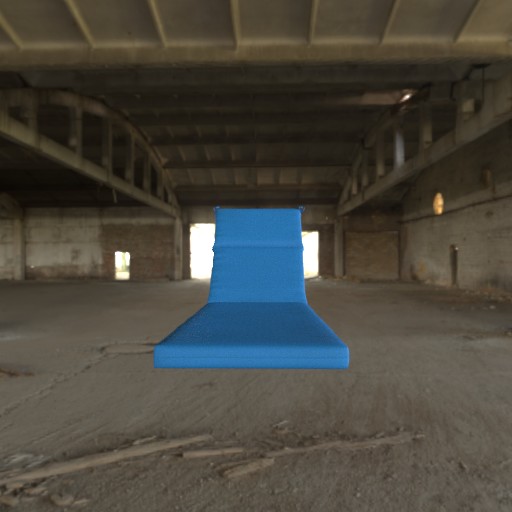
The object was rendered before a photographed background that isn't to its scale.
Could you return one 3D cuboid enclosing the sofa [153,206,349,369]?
[{"bbox_3d":[0.000,0.000,1.982,0.582,0.622,1.663,0,0,1],"label":"sofa"}]
